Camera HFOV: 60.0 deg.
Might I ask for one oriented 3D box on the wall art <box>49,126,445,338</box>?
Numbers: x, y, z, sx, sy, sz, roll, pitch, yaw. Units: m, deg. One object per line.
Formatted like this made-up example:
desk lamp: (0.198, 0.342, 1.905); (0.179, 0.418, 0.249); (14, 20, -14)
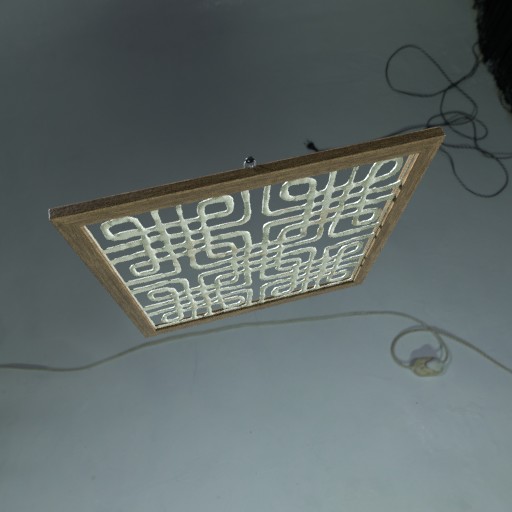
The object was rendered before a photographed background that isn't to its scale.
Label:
wall art: (0.000, 0.000, 0.853); (0.561, 0.582, 0.021); (-13, 65, -6)
